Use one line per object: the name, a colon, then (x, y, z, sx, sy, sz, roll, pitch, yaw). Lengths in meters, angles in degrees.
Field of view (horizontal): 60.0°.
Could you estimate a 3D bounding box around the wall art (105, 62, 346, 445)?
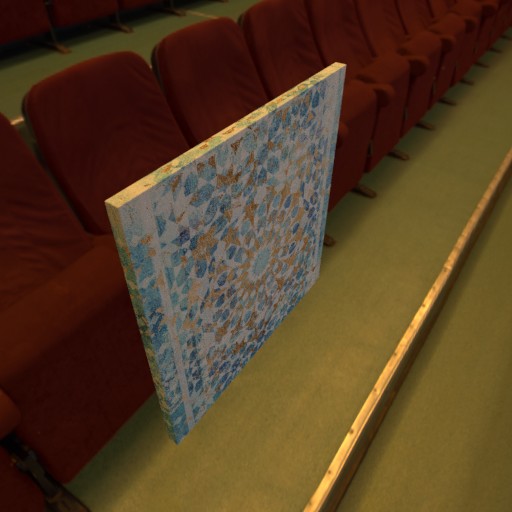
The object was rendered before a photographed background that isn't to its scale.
wall art: (0.000, 0.000, 1.384, 0.040, 0.916, 0.916, 25, 47, 25)
